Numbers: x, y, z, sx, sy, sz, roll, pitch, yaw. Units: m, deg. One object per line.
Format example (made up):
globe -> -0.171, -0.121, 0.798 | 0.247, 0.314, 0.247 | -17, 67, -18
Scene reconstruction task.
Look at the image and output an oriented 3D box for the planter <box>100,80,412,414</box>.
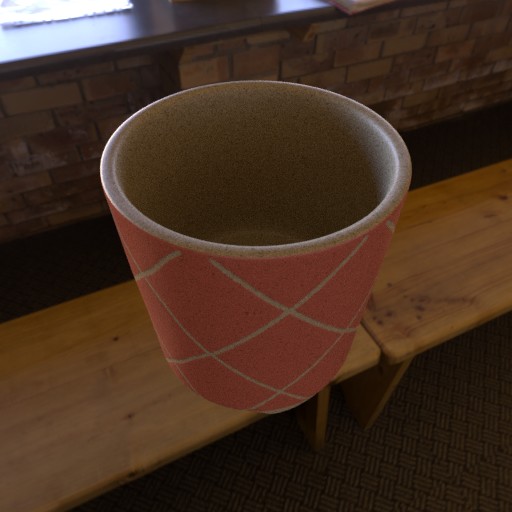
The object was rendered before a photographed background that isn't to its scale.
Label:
planter -> 0.000, 0.000, 0.415 | 0.227, 0.235, 0.227 | 0, 46, 0
